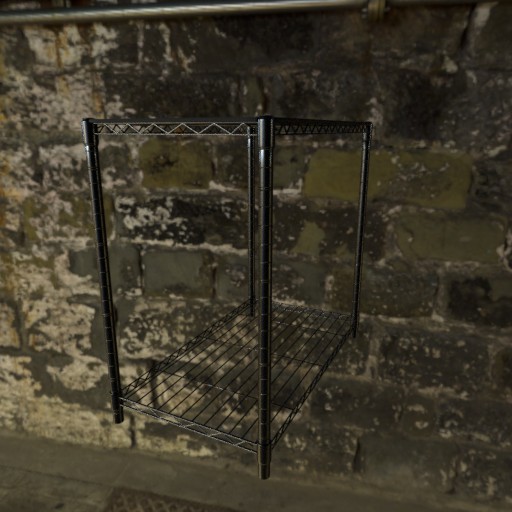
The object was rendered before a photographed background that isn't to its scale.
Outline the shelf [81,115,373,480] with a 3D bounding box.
[{"bbox_3d":[0.000,0.000,0.960,0.338,0.564,0.589,8,18,26],"label":"shelf"}]
